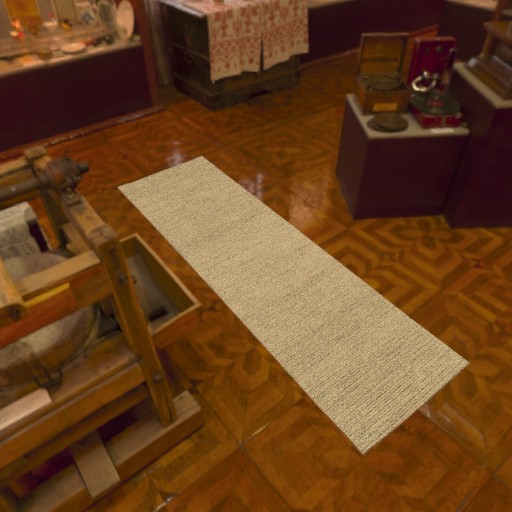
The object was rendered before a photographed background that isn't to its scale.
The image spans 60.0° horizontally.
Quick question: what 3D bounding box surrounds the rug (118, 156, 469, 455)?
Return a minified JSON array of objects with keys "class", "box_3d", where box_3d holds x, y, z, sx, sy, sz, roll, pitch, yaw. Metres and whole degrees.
[{"class":"rug","box_3d":[0.000,0.000,2.533,0.692,0.032,2.320,-26,48,-26]}]
